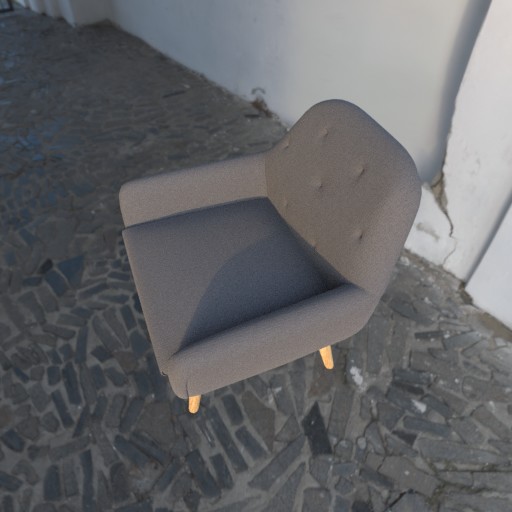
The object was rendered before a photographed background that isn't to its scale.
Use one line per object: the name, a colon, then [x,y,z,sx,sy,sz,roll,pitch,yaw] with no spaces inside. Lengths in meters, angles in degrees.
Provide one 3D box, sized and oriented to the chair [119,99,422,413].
chair: [0.000,0.000,1.448,0.779,0.800,0.770,-16,49,-15]
